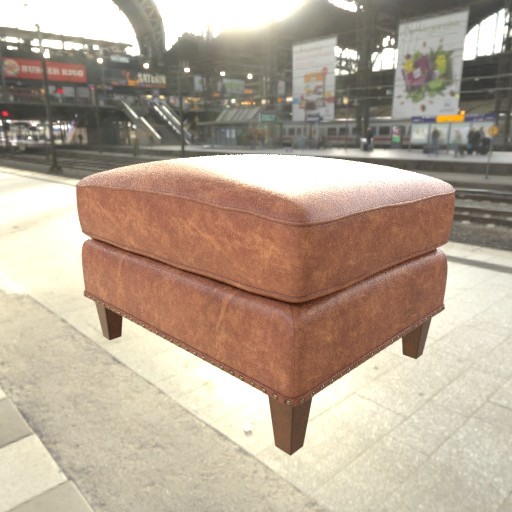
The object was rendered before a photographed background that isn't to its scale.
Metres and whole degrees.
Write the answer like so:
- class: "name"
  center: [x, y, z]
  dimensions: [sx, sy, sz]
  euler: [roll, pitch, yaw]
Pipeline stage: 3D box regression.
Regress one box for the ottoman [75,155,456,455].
- class: "ottoman"
  center: [0.000, 0.000, 1.101]
  dimensions: [0.742, 0.486, 0.586]
  euler: [14, 21, 43]
